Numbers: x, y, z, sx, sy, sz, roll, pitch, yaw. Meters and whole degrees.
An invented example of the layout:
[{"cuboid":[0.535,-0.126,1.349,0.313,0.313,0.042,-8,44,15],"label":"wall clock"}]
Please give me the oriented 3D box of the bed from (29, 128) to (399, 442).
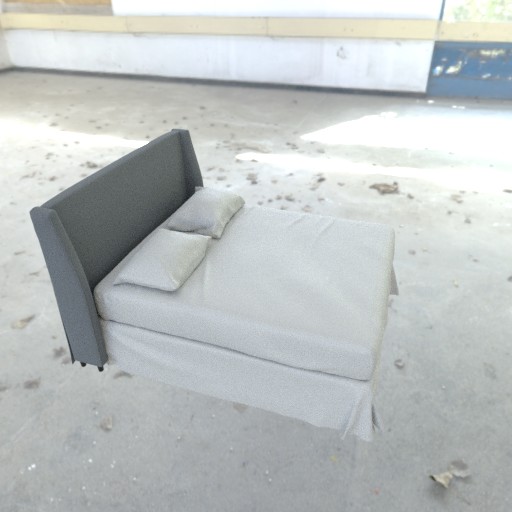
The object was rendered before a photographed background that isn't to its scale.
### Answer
[{"cuboid":[0.000,0.000,3.454,2.276,1.332,1.925,10,33,16],"label":"bed"}]
